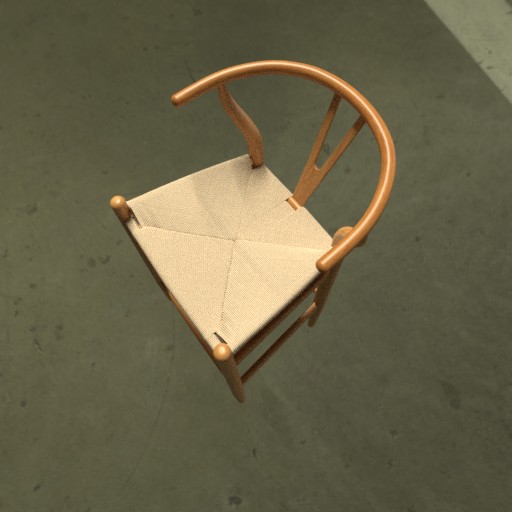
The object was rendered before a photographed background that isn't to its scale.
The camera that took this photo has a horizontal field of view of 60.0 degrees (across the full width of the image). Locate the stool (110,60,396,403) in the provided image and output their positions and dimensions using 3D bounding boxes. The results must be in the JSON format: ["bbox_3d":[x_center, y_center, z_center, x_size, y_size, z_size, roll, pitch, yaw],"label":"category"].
[{"bbox_3d":[0.000,0.000,1.346,0.579,0.970,0.569,-33,68,-15],"label":"stool"}]
